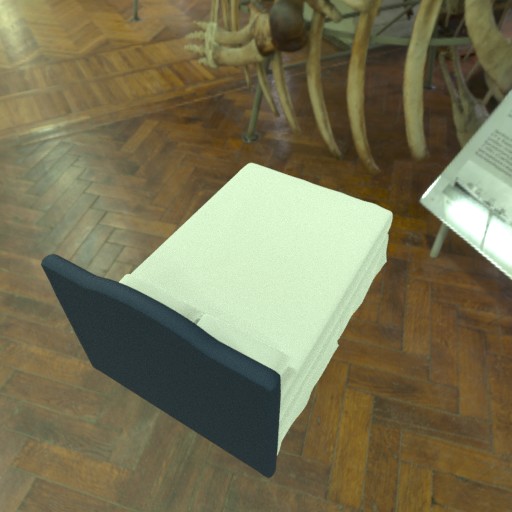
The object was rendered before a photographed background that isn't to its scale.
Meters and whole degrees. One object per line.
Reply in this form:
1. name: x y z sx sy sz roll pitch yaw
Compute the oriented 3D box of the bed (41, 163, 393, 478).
1. bed: 0.000 0.000 3.652 1.741 1.441 2.507 24 51 21
